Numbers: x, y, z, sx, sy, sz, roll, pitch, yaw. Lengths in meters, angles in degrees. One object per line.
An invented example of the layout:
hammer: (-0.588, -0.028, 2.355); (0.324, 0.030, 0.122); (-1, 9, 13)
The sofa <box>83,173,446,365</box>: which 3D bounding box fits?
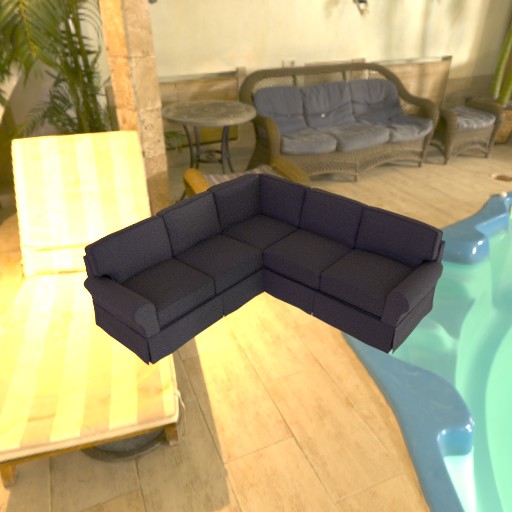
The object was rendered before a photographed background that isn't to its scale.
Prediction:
sofa: (0.000, 0.000, 5.117); (3.773, 1.169, 2.874); (-9, 32, -15)
